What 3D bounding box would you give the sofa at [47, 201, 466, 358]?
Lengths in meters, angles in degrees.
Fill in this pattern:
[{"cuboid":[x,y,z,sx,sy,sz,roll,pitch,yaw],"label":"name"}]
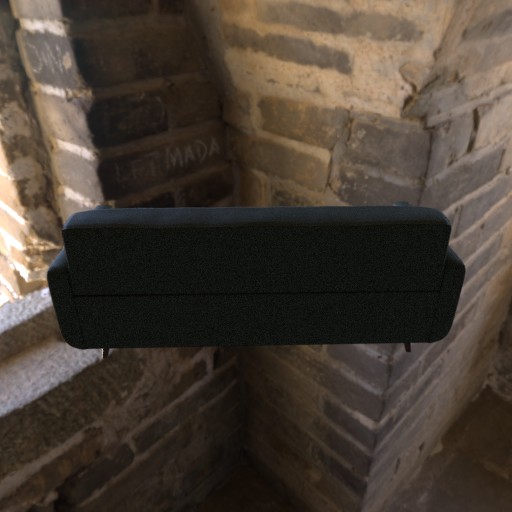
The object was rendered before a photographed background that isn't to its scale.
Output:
[{"cuboid":[0.000,0.000,2.587,2.029,0.841,0.909,-1,29,-1],"label":"sofa"}]
